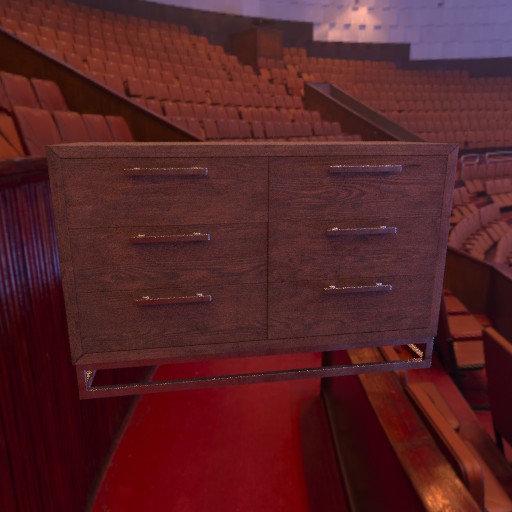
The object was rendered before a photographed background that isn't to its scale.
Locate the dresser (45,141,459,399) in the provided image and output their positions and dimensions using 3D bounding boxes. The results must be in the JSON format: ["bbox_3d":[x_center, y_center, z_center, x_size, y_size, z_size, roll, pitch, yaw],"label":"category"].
[{"bbox_3d":[0.000,0.000,2.148,1.646,1.061,0.623,-3,16,-9],"label":"dresser"}]
